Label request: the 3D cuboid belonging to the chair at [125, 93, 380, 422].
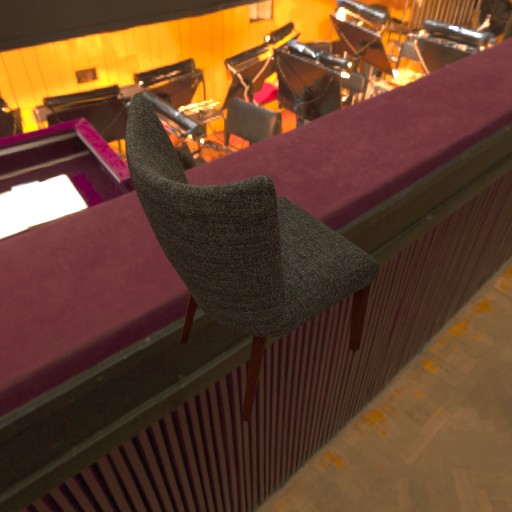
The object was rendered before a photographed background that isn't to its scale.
[{"bbox_3d":[0.000,0.000,1.341,0.623,0.924,0.535,-27,48,-27],"label":"chair"}]
